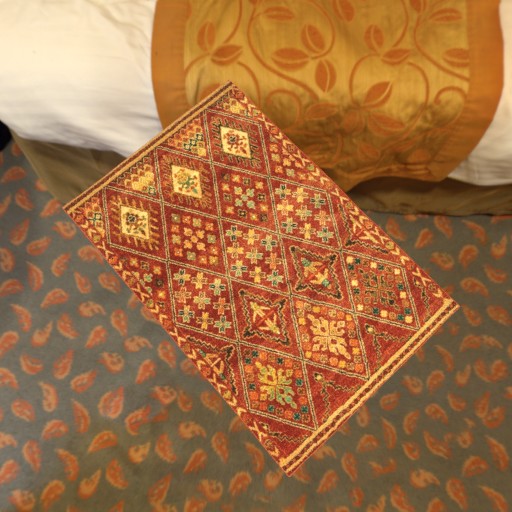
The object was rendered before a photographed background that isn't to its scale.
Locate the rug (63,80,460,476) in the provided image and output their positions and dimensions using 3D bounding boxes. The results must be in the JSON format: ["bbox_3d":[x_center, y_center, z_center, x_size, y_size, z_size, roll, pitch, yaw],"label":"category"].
[{"bbox_3d":[0.000,0.000,2.958,1.521,0.026,2.286,-41,79,-9],"label":"rug"}]
